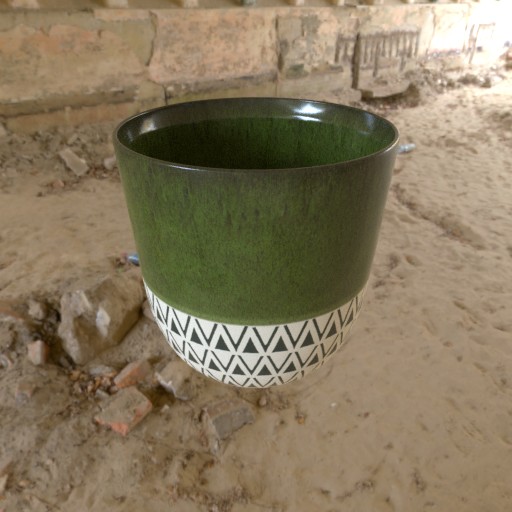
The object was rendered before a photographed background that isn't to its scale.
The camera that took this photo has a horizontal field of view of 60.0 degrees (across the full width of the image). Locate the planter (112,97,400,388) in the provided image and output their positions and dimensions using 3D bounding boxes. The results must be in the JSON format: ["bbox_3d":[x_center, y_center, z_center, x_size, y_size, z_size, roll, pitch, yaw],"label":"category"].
[{"bbox_3d":[0.000,0.000,0.459,0.245,0.270,0.245,0,30,0],"label":"planter"}]
